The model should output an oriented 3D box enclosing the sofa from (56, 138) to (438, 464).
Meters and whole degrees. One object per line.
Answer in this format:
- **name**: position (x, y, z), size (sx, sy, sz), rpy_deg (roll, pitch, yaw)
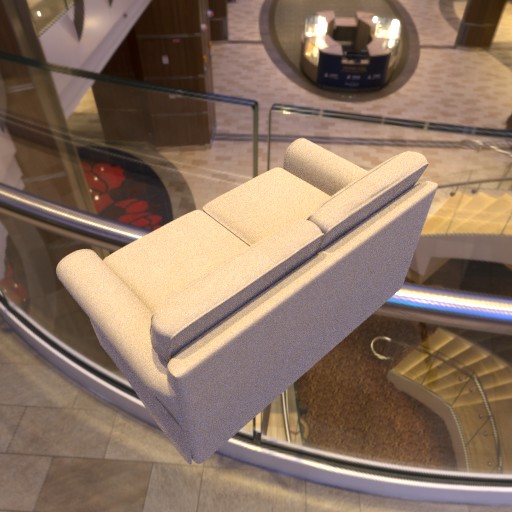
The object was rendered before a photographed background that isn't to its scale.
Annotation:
- **sofa**: position (0.000, 0.000, 2.353), size (1.727, 0.940, 0.991), rpy_deg (-33, 53, -29)
